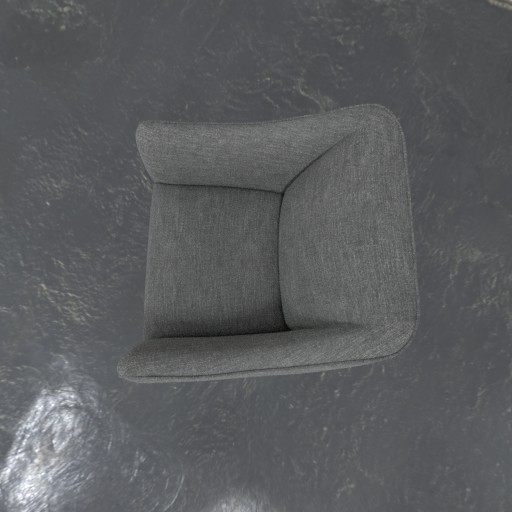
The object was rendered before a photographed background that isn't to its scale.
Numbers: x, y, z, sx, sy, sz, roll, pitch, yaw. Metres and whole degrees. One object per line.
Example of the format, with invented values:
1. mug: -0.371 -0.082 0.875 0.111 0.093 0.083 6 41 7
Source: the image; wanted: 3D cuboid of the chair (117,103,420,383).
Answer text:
1. chair: 0.000 0.000 1.585 0.851 0.829 0.870 0 75 0
